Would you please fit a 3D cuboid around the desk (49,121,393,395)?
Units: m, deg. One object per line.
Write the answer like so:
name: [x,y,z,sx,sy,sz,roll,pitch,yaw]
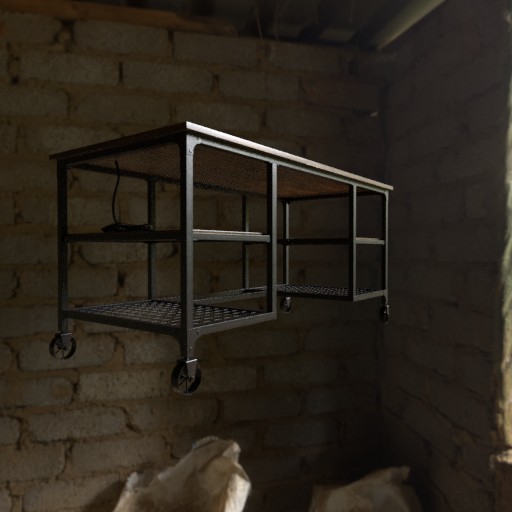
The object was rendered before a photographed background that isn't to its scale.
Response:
desk: [0.000,0.000,2.030,0.711,0.751,1.590,1,1,37]
